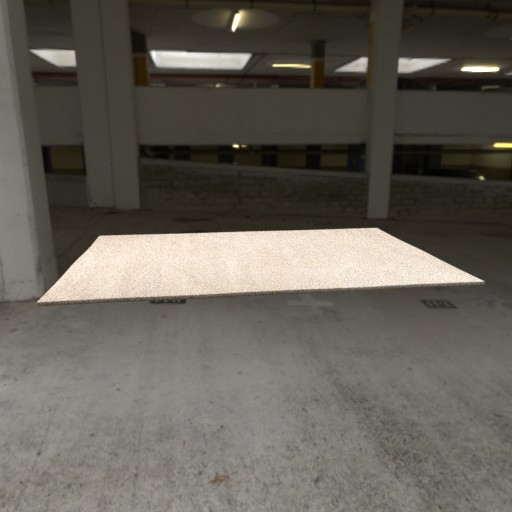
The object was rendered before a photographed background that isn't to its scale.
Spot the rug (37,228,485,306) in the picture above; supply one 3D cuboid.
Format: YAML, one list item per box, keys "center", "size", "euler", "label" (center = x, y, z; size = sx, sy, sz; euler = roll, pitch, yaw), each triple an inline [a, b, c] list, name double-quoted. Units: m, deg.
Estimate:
- center: [0.000, 0.000, 3.013]
  size: [2.346, 0.025, 1.500]
  euler: [-2, 15, -8]
  label: "rug"
